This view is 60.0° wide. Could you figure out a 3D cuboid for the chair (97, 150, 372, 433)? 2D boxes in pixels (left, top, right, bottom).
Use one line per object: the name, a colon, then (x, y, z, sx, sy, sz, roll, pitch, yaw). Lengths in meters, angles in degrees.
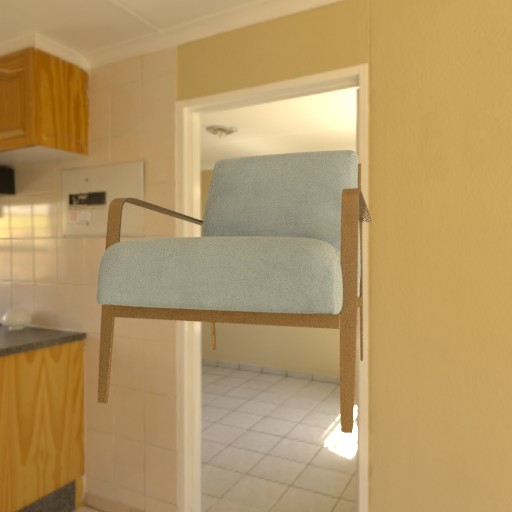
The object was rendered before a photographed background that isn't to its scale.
chair: (0.000, 0.000, 1.452, 0.701, 0.824, 0.842, 0, 1, 17)
